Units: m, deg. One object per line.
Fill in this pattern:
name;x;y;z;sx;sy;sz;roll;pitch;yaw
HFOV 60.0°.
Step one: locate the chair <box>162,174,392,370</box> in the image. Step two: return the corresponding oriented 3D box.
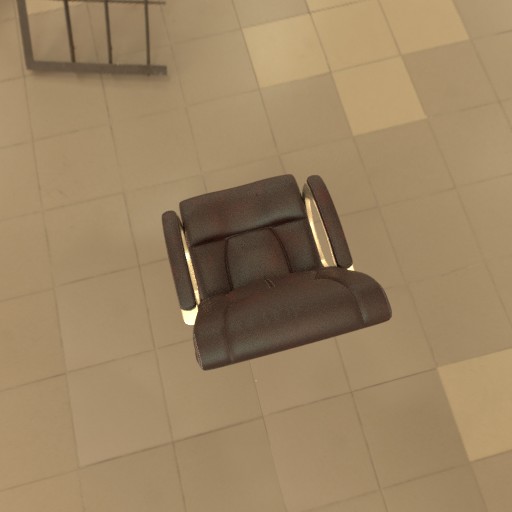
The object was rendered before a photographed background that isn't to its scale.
chair;0.000;0.000;1.588;0.662;1.107;0.739;-14;75;-4
